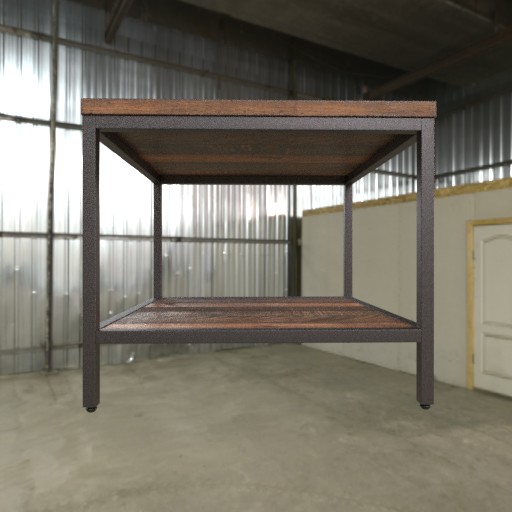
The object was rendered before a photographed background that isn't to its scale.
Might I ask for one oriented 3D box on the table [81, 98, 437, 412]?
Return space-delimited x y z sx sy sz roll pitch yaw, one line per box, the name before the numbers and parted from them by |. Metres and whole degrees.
table | 0.000 0.000 0.957 0.548 0.482 0.553 0 0 -1
